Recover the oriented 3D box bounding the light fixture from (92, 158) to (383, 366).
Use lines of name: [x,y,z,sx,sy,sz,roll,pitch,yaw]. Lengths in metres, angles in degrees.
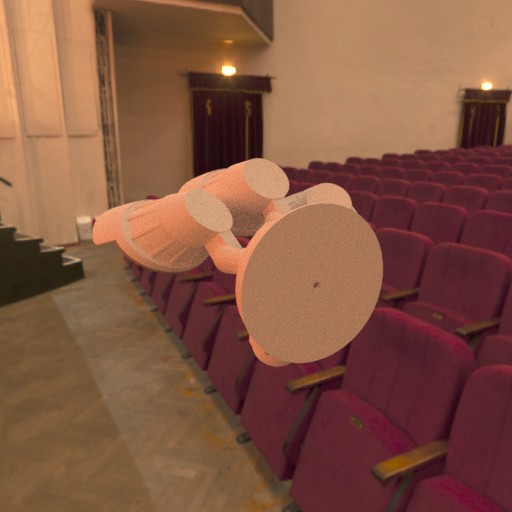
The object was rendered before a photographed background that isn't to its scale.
light fixture: [0.000,0.000,0.550,0.369,0.237,0.278,-7,16,-24]
